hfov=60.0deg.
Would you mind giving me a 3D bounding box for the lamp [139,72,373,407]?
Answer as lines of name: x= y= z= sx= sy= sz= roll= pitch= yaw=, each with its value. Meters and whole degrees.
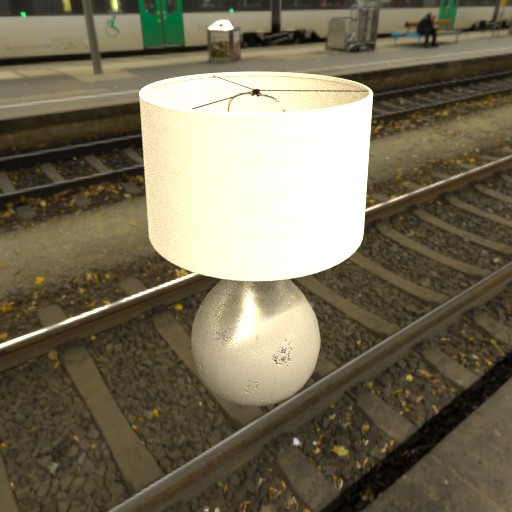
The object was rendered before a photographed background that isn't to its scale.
lamp: x=0.000 y=0.000 z=0.726 sx=0.330 sy=0.521 sz=0.330 roll=0 pitch=30 yaw=0
